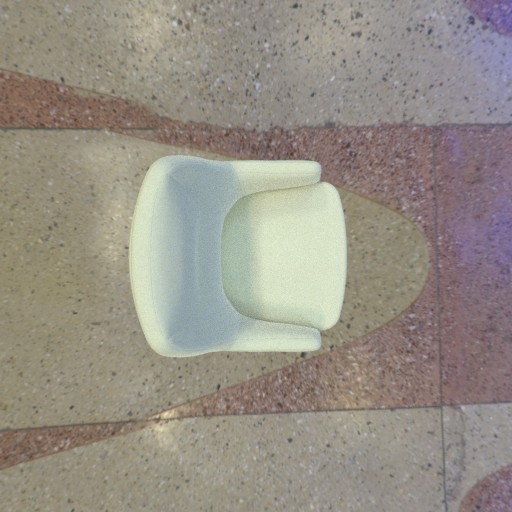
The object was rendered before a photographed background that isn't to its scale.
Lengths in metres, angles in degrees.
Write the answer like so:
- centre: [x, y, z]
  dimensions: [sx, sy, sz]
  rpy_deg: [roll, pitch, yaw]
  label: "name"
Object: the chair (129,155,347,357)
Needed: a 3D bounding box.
- centre: [0.000, 0.000, 1.465]
  dimensions: [0.640, 1.049, 0.620]
  rpy_deg: [0, 90, 0]
  label: "chair"
